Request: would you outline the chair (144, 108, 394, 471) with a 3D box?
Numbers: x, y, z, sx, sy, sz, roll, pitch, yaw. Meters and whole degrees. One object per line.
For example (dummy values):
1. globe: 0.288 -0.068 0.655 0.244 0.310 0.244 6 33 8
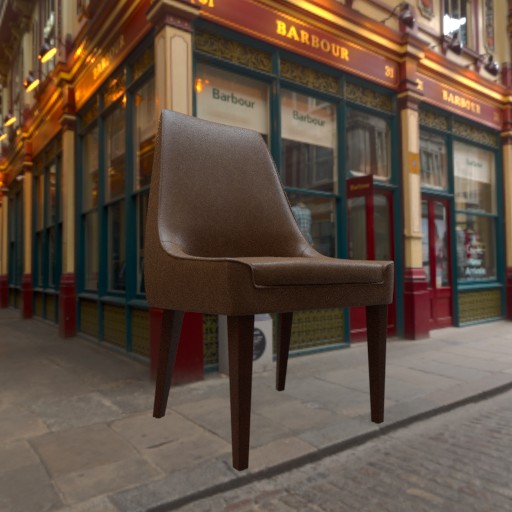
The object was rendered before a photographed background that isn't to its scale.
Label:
1. chair: 0.000 0.000 1.198 0.529 0.861 0.544 1 -2 -38
